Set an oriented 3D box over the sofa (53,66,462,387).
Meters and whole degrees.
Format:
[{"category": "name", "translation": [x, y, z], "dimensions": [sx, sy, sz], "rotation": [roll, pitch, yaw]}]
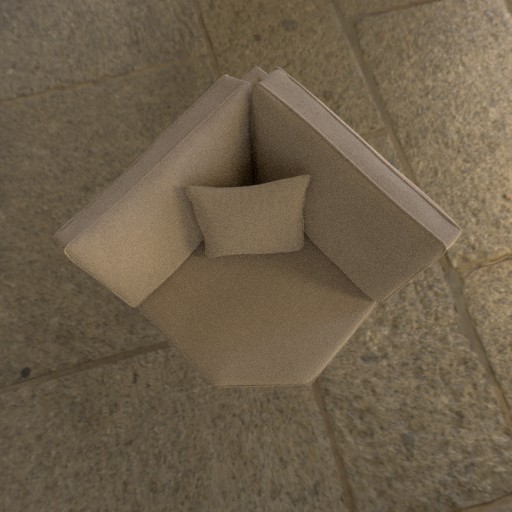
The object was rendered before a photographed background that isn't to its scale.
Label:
[{"category": "sofa", "translation": [0.000, 0.000, 1.882], "dimensions": [1.050, 0.937, 1.042], "rotation": [-44, 79, -11]}]
